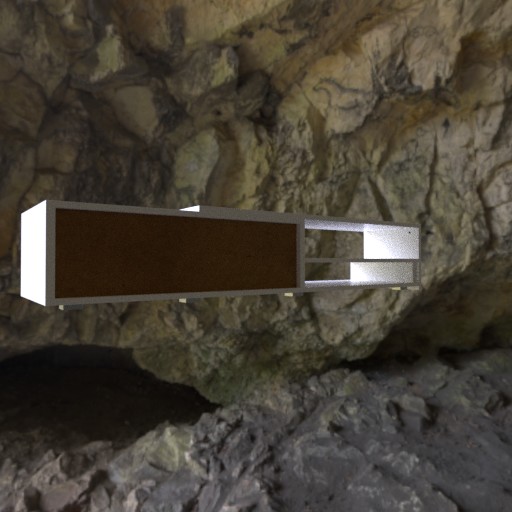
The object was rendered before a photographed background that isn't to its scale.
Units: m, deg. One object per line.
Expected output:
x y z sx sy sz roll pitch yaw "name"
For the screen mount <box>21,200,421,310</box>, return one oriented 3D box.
0.000 0.000 1.839 1.680 0.320 0.420 1 -1 -36 "screen mount"
